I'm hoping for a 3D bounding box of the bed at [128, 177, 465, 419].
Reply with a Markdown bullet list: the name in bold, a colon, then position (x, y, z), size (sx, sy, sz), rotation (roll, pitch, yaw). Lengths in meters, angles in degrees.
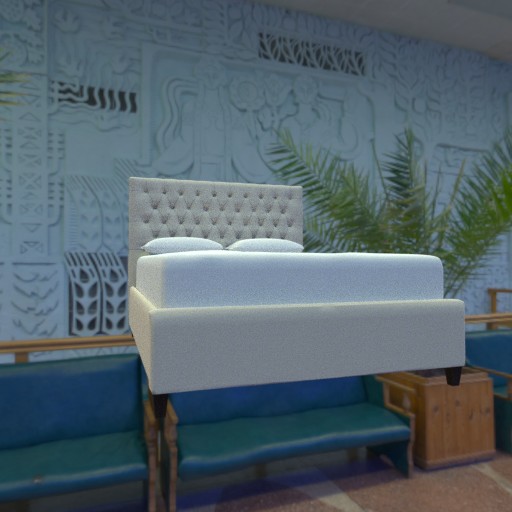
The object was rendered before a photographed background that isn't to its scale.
- **bed**: position (0.000, 0.000, 3.199), size (1.696, 1.426, 2.233), rotation (0, -1, -18)
